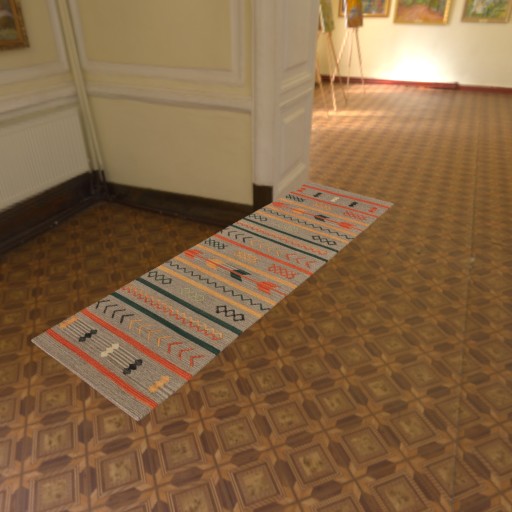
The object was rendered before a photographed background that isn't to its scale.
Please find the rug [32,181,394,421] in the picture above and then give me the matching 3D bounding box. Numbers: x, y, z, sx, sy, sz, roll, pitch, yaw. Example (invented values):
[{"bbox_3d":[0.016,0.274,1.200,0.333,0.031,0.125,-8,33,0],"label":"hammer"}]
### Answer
[{"bbox_3d":[0.000,0.000,2.653,0.744,0.022,2.419,21,37,31],"label":"rug"}]
